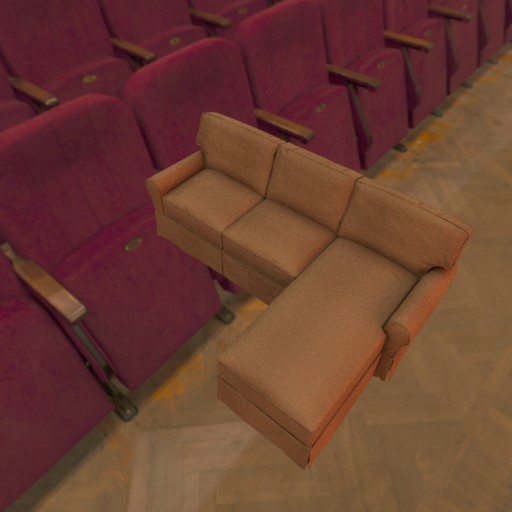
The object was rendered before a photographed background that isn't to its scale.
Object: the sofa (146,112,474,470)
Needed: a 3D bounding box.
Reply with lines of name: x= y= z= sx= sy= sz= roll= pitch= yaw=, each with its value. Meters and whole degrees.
sofa: x=0.000 y=0.000 z=3.319 sx=2.475 sy=0.978 sz=1.733 roll=31 pitch=54 yaw=26
